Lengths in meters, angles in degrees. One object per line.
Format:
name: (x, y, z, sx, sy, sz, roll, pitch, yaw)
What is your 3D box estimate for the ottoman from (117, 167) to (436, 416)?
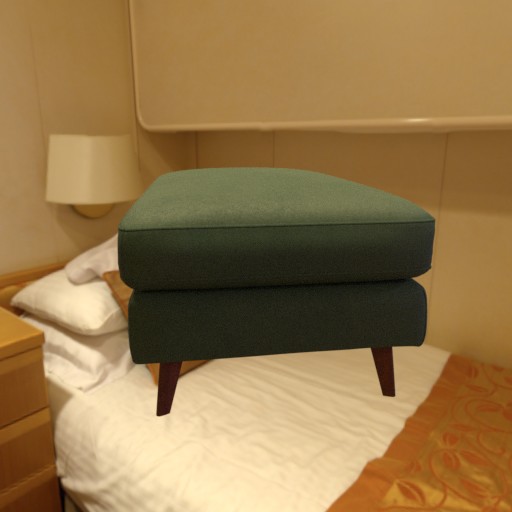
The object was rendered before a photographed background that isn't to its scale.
ottoman: (0.000, 0.000, 1.193, 0.608, 0.449, 0.811, -2, 15, -8)
